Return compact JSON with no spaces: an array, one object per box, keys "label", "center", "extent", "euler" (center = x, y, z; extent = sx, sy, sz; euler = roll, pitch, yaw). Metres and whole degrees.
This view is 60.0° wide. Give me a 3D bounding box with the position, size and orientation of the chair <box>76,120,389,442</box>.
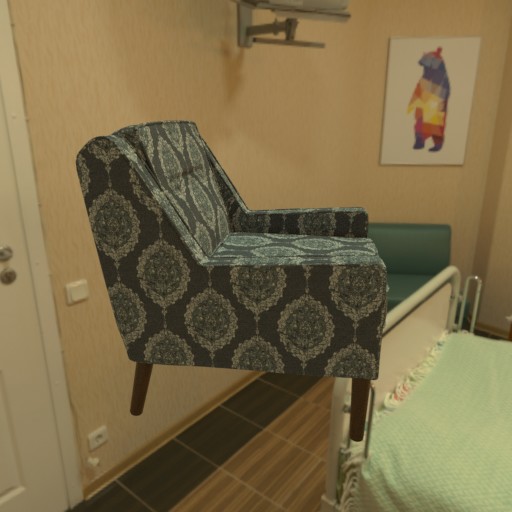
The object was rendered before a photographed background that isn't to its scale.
[{"label":"chair","center":[0.000,0.000,1.356],"extent":[0.743,0.792,0.663],"euler":[3,18,9]}]
